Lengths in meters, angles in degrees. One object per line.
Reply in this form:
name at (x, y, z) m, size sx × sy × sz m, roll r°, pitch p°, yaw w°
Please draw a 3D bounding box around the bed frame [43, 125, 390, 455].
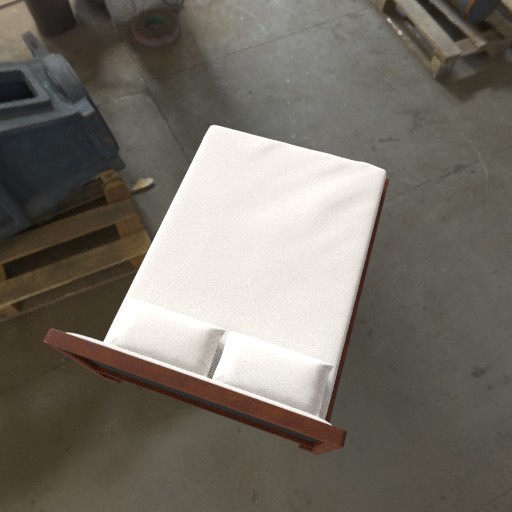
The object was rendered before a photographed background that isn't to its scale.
bed frame at (0.000, 0.000, 3.151) m, size 1.587 × 1.279 × 2.171 m, roll 17°, pitch 65°, yaw 8°
